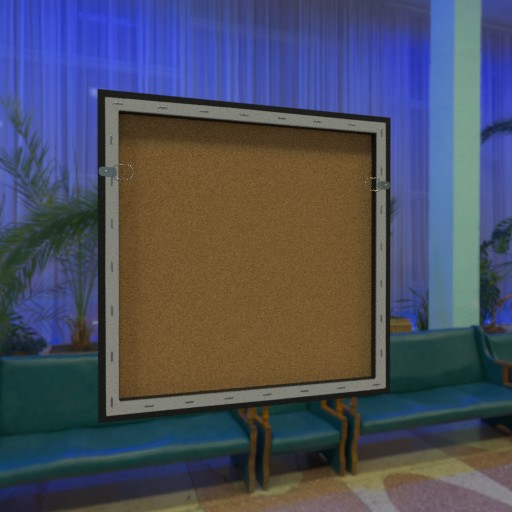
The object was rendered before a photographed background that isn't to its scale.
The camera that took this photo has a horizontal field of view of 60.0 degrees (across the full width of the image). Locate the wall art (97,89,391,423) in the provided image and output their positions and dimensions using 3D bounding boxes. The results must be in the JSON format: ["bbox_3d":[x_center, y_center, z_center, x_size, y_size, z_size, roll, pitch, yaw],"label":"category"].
[{"bbox_3d":[0.000,0.000,1.129,0.758,0.758,0.044,0,0,-16],"label":"wall art"}]
